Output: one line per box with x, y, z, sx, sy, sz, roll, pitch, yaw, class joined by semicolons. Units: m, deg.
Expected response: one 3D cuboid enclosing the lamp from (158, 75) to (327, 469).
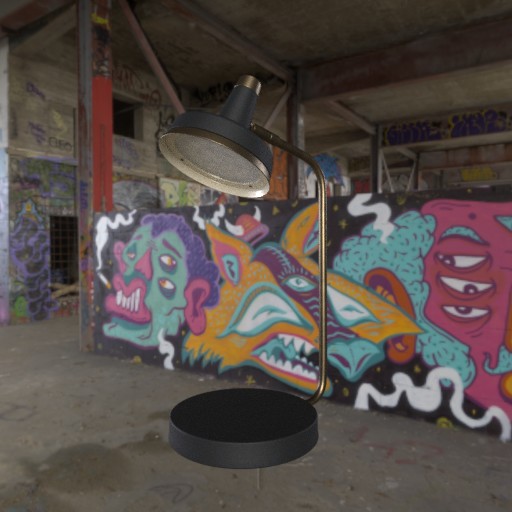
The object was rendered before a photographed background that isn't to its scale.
0.000;0.000;0.489;0.218;0.385;0.162;-1;1;-36;lamp
